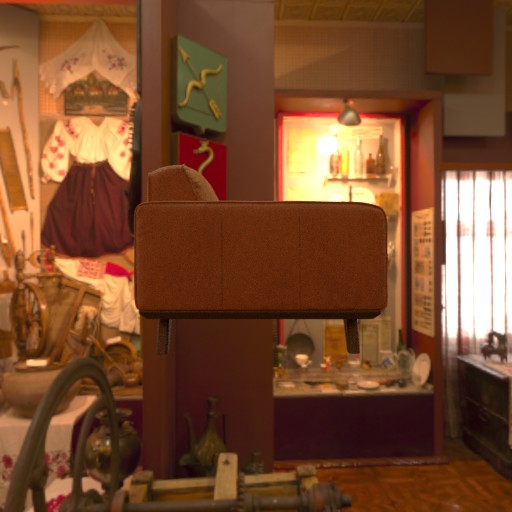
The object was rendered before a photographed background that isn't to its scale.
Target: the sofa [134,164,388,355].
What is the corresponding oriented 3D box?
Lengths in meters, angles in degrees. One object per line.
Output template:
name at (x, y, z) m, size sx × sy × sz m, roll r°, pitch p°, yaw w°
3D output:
sofa at (0.000, 0.000, 2.750) m, size 0.953 × 0.780 × 2.270 m, roll 0°, pitch 0°, yaw -1°
